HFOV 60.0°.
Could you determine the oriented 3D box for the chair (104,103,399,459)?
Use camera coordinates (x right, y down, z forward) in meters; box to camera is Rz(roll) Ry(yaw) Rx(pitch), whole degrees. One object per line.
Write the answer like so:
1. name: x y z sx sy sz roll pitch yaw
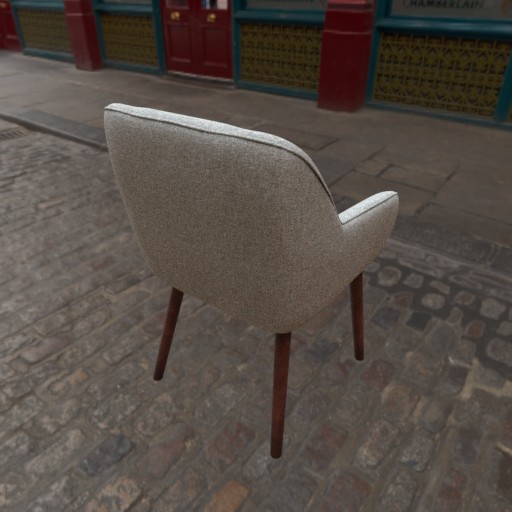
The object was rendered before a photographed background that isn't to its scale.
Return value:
1. chair: 0.000 0.000 1.152 0.543 0.803 0.519 21 37 31
